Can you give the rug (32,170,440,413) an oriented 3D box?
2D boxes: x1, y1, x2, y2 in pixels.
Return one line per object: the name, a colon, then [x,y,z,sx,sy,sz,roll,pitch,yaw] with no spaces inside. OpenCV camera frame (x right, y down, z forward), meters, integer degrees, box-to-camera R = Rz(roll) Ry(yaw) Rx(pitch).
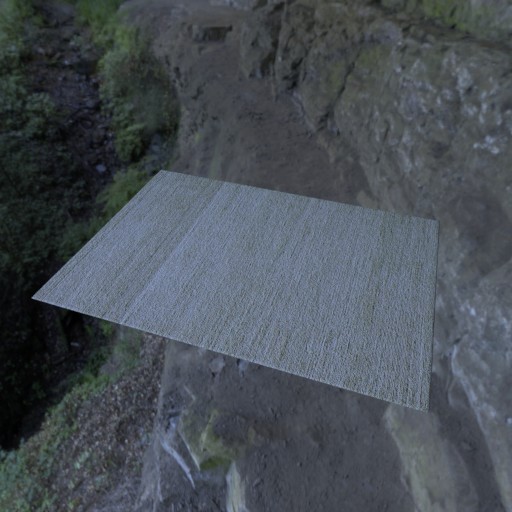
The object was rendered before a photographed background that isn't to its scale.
rug: [0.000,0.000,5.073,3.935,0.025,2.782,13,42,14]
